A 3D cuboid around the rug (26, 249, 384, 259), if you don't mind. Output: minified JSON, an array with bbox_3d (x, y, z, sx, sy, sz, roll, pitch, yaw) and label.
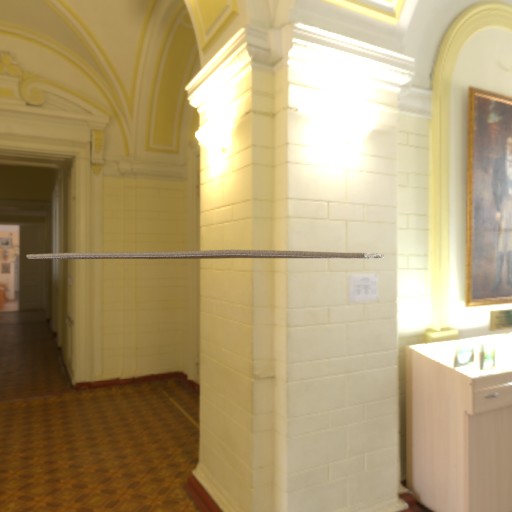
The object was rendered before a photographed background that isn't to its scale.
[{"bbox_3d":[0.000,0.000,2.349,1.252,0.034,1.829,0,0,18],"label":"rug"}]
